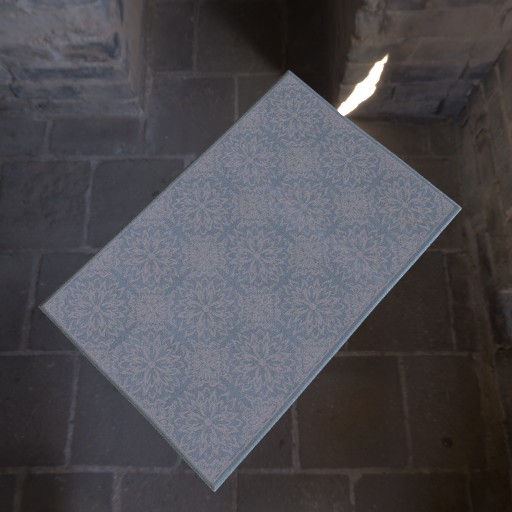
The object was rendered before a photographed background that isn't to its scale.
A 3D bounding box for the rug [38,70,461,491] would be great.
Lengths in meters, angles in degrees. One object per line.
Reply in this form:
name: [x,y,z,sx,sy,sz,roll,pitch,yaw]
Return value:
rug: [0.000,0.000,3.351,1.819,0.018,2.746,42,80,10]
